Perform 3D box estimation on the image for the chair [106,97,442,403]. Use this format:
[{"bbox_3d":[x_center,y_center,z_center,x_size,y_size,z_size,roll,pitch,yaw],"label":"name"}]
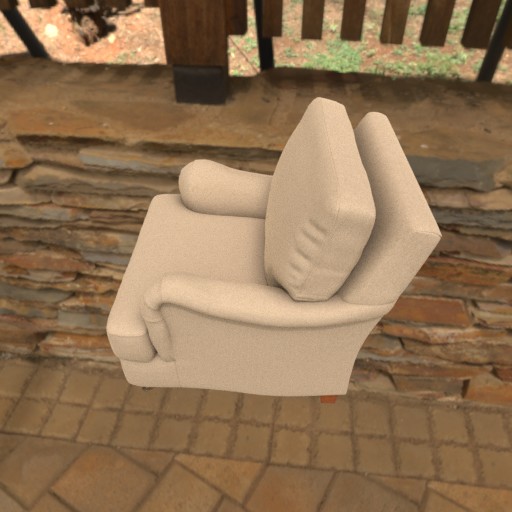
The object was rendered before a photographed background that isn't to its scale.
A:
[{"bbox_3d":[0.000,0.000,1.852,1.078,1.076,0.895,1,41,1],"label":"chair"}]
